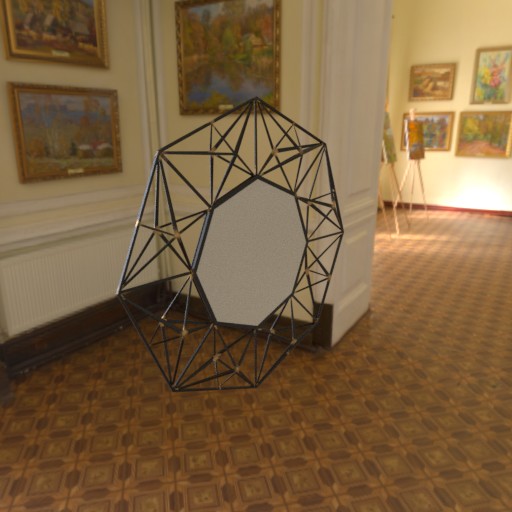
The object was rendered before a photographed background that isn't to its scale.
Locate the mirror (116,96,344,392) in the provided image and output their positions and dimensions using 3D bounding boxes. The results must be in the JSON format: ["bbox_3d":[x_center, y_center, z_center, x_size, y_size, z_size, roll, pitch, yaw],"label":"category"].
[{"bbox_3d":[0.000,0.000,1.046,0.710,0.710,0.094,-15,22,-42],"label":"mirror"}]
